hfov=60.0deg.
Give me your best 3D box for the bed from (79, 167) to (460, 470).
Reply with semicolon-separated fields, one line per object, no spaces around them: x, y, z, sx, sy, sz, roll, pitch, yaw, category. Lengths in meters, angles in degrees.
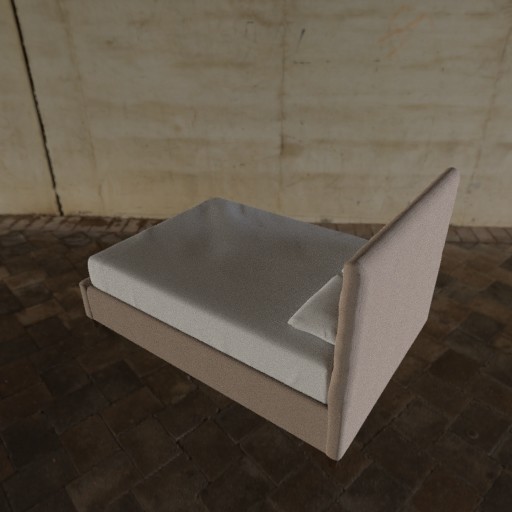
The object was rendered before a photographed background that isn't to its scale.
0.000;0.000;3.474;2.387;1.427;1.698;20;35;30;bed
